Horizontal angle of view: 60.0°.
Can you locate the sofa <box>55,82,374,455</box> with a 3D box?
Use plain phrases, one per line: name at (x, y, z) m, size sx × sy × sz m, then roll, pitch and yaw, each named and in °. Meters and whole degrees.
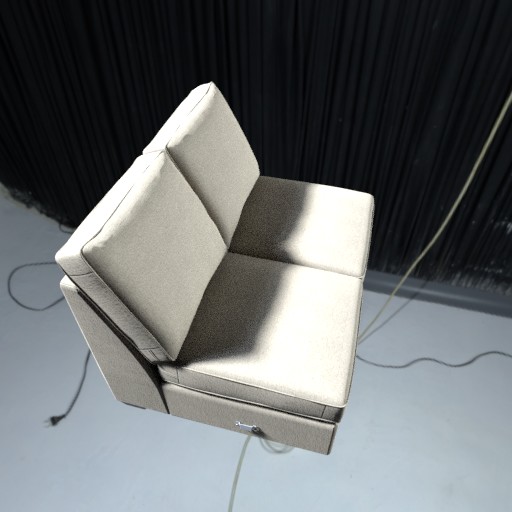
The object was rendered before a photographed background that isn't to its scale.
sofa at (0.000, 0.000, 1.967) m, size 0.978 × 1.006 × 1.232 m, roll 11°, pitch 46°, yaw 11°
